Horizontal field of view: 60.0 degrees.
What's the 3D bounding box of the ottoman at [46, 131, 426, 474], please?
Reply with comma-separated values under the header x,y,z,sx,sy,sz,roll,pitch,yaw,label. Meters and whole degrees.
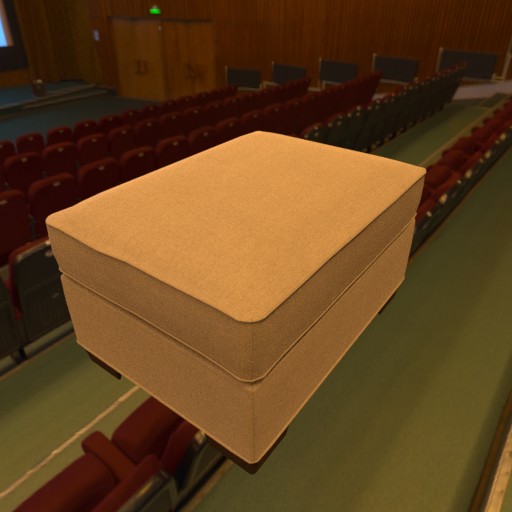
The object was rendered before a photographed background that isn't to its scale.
x,y,z,sx,sy,sz,roll,pitch,yaw,label
0.000,0.000,1.241,0.617,0.503,0.846,22,39,30,ottoman
